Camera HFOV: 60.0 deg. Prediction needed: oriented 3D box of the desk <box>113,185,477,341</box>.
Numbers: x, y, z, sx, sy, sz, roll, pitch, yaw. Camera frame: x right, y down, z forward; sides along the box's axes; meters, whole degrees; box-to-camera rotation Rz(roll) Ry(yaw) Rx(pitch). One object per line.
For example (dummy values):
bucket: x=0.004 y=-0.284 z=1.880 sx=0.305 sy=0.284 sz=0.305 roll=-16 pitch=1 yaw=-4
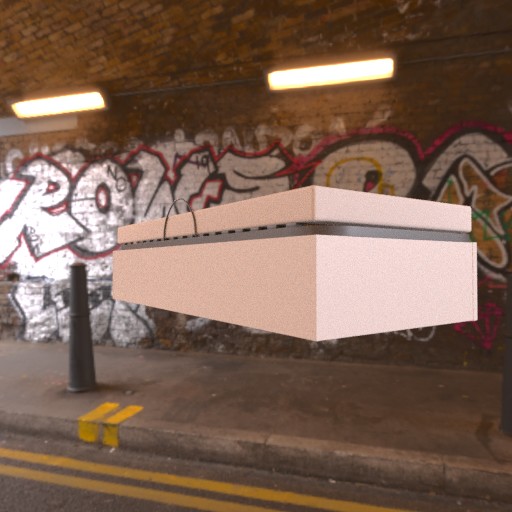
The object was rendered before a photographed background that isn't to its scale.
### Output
desk: x=0.000 y=0.000 z=2.296 sx=0.900 sy=0.526 sz=1.900 roll=1 pitch=-1 yaw=-35
